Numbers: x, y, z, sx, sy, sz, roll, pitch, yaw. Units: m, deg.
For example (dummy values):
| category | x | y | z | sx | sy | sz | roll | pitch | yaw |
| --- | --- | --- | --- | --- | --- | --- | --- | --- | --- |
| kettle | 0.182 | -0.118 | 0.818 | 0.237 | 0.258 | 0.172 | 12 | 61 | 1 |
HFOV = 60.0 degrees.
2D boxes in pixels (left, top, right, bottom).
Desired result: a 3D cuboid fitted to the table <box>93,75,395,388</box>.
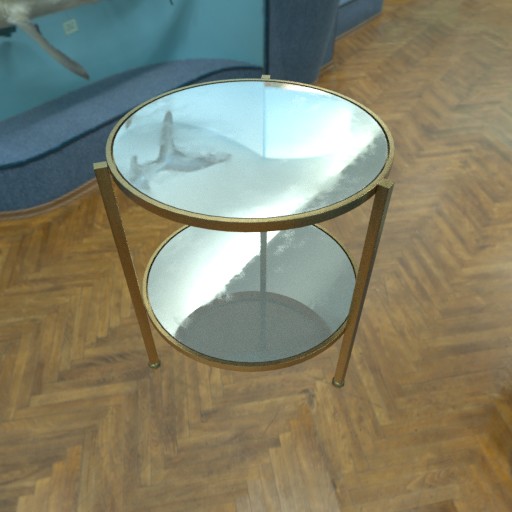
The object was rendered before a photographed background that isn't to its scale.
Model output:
| category | x | y | z | sx | sy | sz | roll | pitch | yaw |
| --- | --- | --- | --- | --- | --- | --- | --- | --- | --- |
| table | 0.000 | 0.000 | 0.454 | 0.243 | 0.269 | 0.231 | 27 | 50 | 26 |
